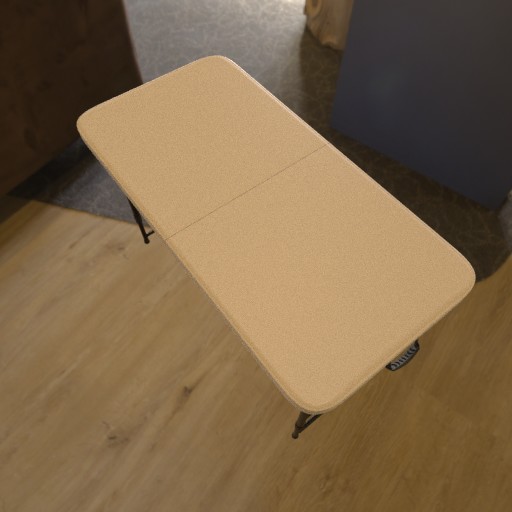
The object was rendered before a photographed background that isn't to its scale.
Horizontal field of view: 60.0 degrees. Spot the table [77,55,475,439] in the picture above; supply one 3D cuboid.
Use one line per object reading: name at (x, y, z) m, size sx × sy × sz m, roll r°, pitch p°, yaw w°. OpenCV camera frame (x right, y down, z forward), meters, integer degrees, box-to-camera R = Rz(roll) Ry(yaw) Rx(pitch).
table at (0.000, 0.000, 1.615) m, size 0.611 × 0.737 × 1.245 m, roll -33°, pitch 64°, yaw -19°
